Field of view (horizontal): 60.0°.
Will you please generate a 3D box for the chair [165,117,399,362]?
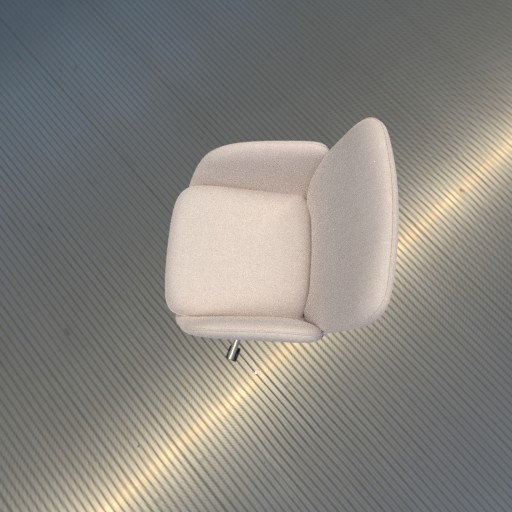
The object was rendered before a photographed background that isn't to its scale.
[{"bbox_3d":[0.000,0.000,1.421,0.633,0.959,0.648,3,75,1],"label":"chair"}]
